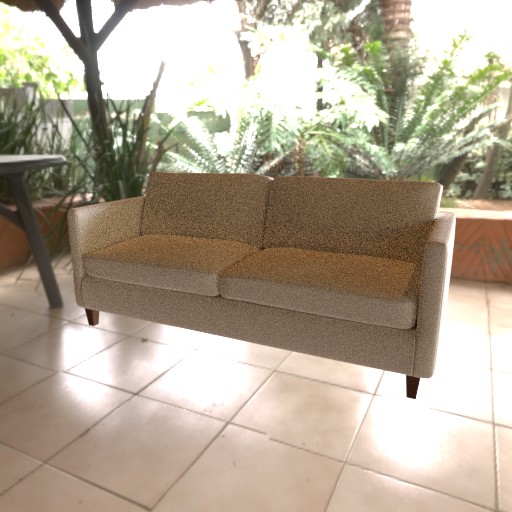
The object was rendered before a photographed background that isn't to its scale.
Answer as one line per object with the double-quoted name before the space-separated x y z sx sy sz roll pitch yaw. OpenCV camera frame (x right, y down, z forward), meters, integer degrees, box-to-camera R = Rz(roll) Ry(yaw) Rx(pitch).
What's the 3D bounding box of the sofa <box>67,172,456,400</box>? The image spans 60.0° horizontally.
"sofa" 0.000 0.000 2.660 2.139 0.933 0.924 7 16 24
